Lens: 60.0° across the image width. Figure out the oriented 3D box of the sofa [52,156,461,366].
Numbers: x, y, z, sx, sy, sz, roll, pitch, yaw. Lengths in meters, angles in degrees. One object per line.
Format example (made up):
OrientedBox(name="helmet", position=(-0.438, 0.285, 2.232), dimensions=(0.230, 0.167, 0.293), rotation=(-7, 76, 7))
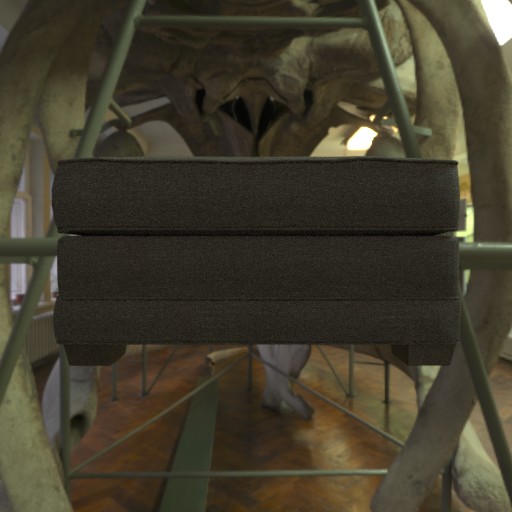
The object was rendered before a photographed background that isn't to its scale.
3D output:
OrientedBox(name="sofa", position=(0.000, 0.000, 1.182), dimensions=(0.854, 0.457, 0.578), rotation=(0, 1, 0))
